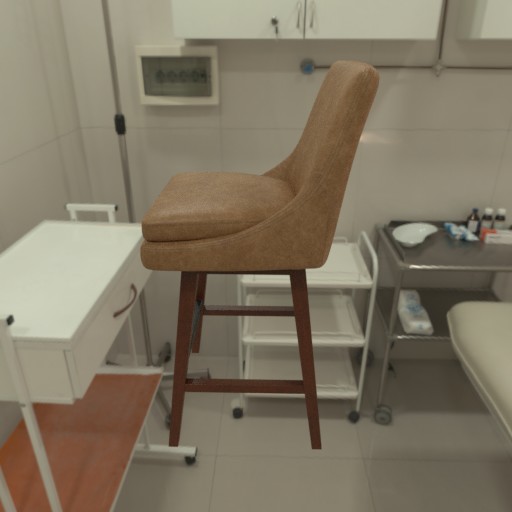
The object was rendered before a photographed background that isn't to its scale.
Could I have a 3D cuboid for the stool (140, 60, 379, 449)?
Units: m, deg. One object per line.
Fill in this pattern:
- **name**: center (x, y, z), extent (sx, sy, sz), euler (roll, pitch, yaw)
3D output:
- **stool**: center (0.000, 0.000, 1.346), extent (0.572, 1.079, 0.487), euler (1, 26, 1)
